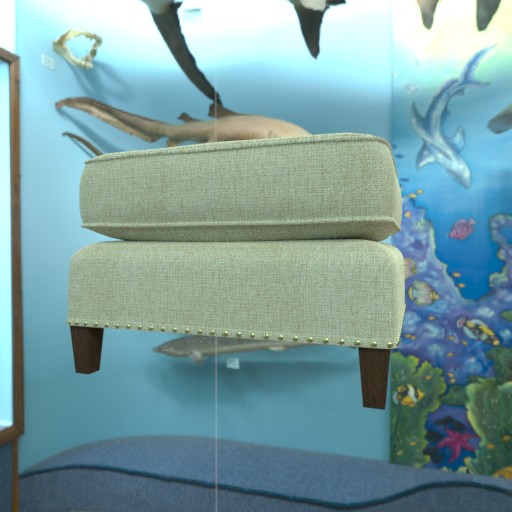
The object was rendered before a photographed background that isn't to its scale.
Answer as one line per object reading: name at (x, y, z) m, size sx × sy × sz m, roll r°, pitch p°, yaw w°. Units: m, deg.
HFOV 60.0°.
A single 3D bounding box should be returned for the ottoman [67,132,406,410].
ottoman at (0.000, 0.000, 1.164) m, size 0.738 × 0.537 × 0.589 m, roll 0°, pitch 1°, yaw 20°
